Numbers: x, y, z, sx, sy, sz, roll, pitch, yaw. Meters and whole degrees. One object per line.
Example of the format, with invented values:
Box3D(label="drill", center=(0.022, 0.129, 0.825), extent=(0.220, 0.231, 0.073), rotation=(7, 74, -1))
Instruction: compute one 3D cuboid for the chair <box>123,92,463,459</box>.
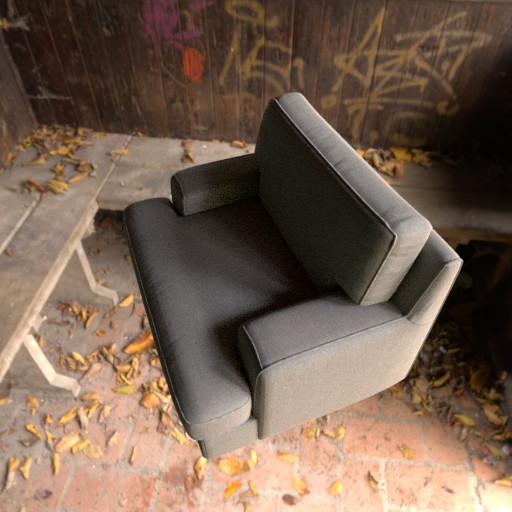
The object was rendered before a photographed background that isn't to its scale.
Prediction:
Box3D(label="chair", center=(0.000, 0.000, 1.969), extent=(1.043, 0.974, 1.270), rotation=(-16, 48, -15))
